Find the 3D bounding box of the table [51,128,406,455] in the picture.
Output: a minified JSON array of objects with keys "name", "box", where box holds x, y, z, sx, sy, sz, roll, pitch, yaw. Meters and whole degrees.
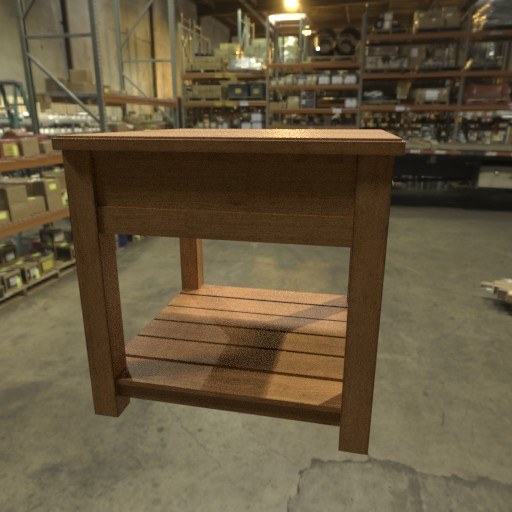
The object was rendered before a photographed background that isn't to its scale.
[{"name":"table","box":[0.000,0.000,1.100,0.612,0.593,0.616,4,18,12]}]
